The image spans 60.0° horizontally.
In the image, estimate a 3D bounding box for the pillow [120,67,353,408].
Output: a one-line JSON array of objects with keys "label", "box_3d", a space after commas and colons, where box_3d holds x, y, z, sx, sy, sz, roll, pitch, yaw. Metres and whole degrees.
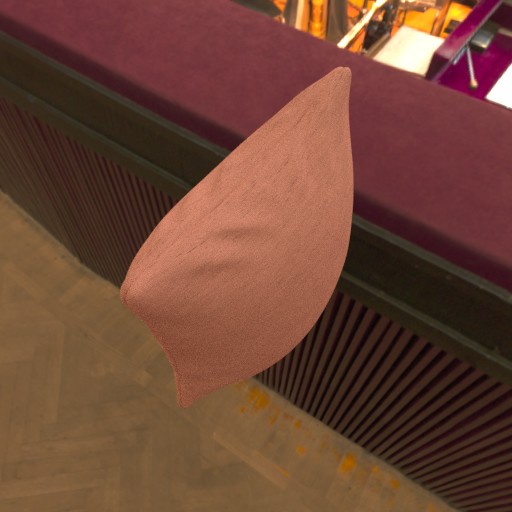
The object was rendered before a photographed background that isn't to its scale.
[{"label": "pillow", "box_3d": [0.000, 0.000, 0.674, 0.246, 0.415, 0.432, 30, 62, 18]}]
